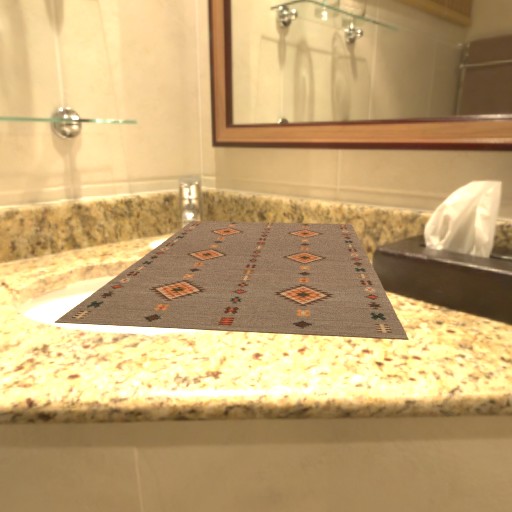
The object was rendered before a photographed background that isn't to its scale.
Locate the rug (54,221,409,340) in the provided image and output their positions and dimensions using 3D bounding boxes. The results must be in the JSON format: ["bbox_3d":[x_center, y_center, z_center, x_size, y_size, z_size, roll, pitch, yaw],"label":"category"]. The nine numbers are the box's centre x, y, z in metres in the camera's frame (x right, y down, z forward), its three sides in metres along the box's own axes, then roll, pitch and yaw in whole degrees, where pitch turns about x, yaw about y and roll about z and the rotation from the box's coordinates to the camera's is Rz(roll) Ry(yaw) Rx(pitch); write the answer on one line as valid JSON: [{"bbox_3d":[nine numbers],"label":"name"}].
[{"bbox_3d":[0.000,0.000,3.031,1.515,0.007,2.427,2,15,6],"label":"rug"}]
